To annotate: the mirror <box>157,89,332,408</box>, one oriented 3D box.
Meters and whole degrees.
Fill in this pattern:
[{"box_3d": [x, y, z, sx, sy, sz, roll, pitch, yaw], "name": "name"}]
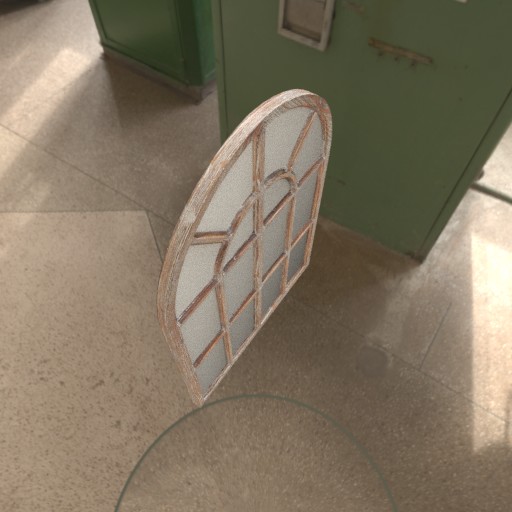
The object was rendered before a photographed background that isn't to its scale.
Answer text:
[{"box_3d": [0.000, 0.000, 1.180, 0.032, 0.920, 0.660, 31, 62, 18], "name": "mirror"}]
